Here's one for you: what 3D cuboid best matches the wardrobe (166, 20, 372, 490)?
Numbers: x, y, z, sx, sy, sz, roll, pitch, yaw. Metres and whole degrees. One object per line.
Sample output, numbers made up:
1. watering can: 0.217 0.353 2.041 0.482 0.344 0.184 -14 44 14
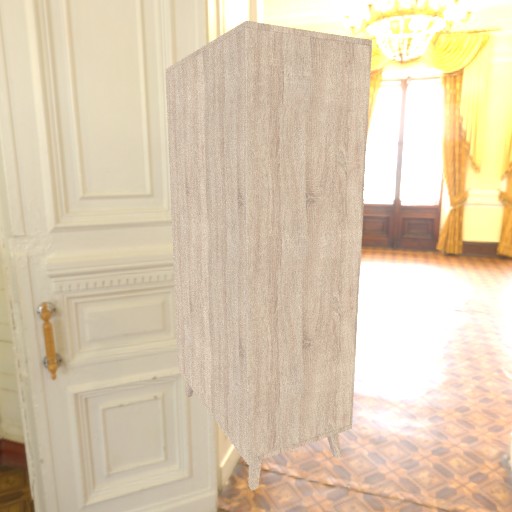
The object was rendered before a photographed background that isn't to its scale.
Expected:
1. wardrobe: 0.000 0.000 2.341 0.600 1.960 1.000 -6 14 -27
